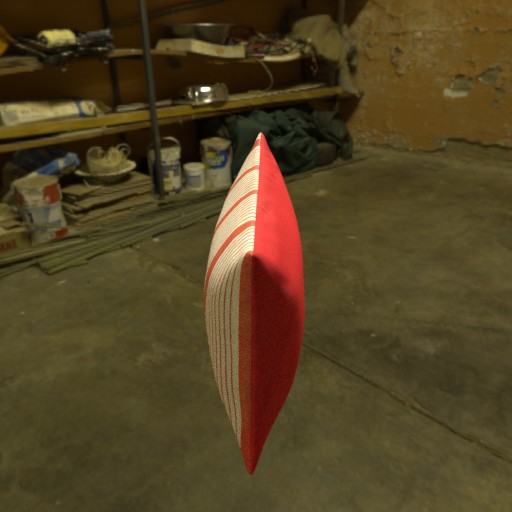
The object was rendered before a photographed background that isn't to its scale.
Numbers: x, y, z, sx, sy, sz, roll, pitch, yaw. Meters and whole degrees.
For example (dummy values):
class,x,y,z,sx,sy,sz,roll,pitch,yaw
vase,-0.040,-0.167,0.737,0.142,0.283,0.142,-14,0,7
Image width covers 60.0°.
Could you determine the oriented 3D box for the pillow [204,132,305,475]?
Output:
class,x,y,z,sx,sy,sz,roll,pitch,yaw
pillow,0.000,0.000,0.741,0.151,0.297,0.608,1,26,1
